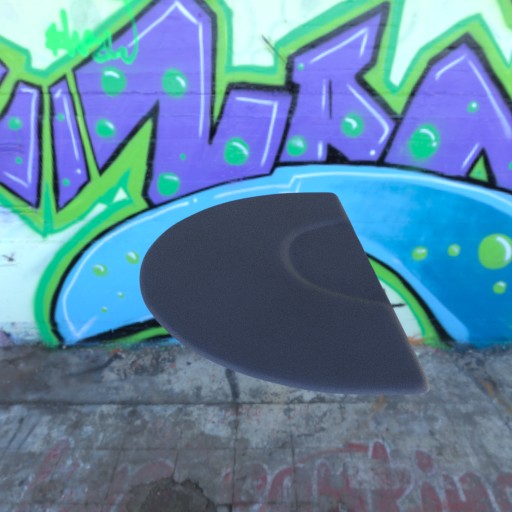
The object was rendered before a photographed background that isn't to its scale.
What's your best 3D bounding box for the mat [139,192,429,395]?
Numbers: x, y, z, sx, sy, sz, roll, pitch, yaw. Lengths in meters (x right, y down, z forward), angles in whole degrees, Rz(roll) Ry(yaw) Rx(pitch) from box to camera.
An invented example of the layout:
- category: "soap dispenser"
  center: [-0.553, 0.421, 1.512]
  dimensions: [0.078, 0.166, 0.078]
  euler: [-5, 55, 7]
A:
- category: "mat"
  center: [0.000, 0.000, 1.815]
  dimensions: [0.917, 0.016, 1.525]
  euler: [0, 28, 0]
